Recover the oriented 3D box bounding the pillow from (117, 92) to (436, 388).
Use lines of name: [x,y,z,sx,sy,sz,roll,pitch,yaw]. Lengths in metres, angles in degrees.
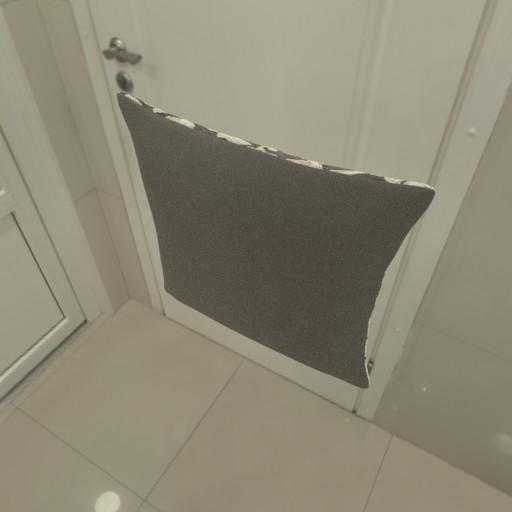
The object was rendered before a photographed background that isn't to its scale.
pillow: [0.000,0.000,0.817,0.526,0.507,0.166,23,49,21]
